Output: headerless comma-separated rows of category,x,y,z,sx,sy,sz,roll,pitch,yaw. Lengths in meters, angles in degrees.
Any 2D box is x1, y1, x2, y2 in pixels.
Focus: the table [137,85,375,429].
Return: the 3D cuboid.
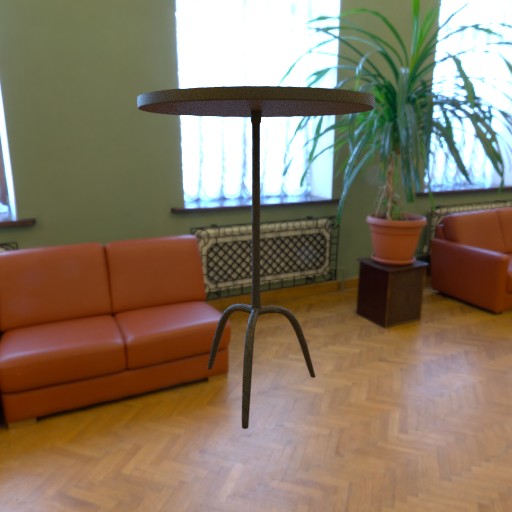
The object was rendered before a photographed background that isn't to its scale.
table,0.000,0.000,1.052,0.502,0.700,0.502,-7,16,-27
